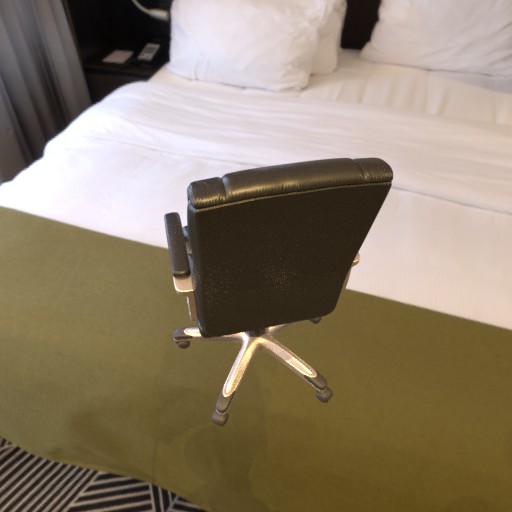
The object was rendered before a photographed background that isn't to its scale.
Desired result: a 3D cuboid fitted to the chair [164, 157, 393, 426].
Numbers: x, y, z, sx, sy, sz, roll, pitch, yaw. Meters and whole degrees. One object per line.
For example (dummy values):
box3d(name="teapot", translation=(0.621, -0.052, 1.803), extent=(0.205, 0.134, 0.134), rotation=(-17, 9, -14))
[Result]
box3d(name="chair", translation=(0.000, 0.000, 1.601), extent=(0.700, 1.145, 0.780), rotation=(-9, 44, -10))
